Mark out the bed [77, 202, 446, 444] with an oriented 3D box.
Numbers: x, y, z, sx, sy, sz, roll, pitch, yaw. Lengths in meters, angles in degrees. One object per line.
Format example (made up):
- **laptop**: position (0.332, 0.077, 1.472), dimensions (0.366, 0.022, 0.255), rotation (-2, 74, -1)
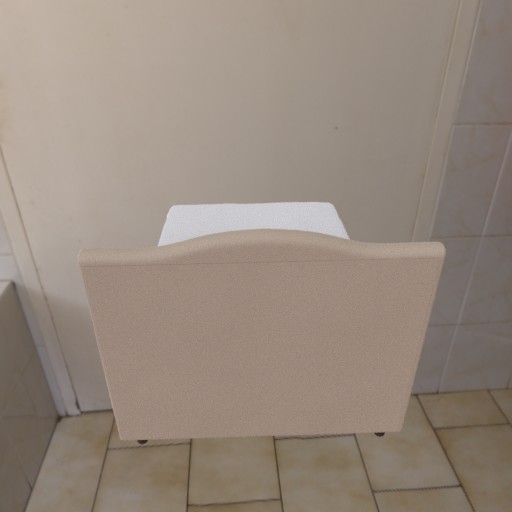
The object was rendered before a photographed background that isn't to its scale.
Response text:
- **bed**: position (0.000, 0.000, 3.162), dimensions (1.678, 1.398, 2.052), rotation (-1, 30, -2)
